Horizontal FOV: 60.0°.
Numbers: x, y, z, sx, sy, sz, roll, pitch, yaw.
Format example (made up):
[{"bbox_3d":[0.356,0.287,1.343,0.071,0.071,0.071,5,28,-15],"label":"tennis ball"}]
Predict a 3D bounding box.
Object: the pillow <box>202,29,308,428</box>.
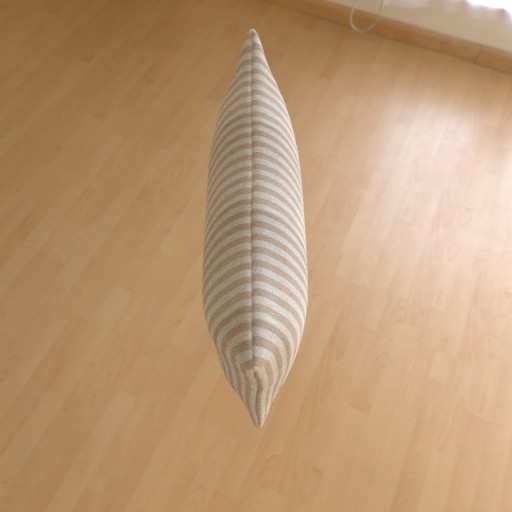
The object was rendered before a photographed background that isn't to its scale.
[{"bbox_3d":[0.000,0.000,0.785,0.166,0.510,0.523,0,63,0],"label":"pillow"}]
